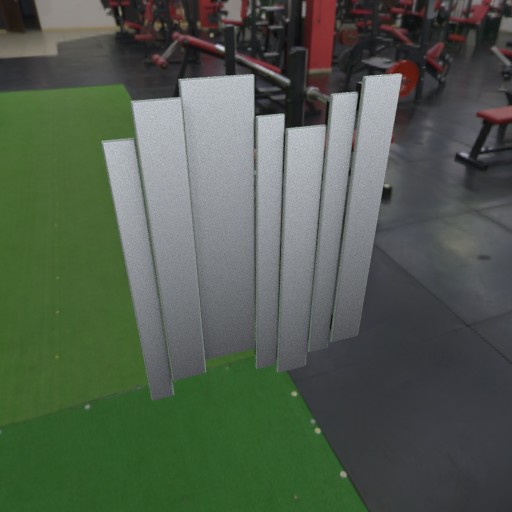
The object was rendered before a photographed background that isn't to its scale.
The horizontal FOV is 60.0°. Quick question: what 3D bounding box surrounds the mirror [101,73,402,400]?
[{"bbox_3d":[0.000,0.000,0.791,0.445,0.611,0.058,-10,35,-15],"label":"mirror"}]
